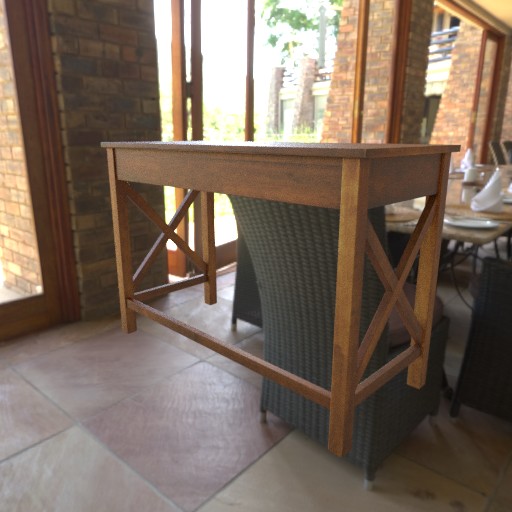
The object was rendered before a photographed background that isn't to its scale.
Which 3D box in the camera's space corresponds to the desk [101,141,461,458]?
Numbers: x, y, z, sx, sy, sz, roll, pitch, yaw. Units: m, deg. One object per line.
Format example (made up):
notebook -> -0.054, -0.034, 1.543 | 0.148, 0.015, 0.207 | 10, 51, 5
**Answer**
desk -> 0.000, 0.000, 1.546 | 1.117, 0.762, 0.508 | 14, 21, 42
